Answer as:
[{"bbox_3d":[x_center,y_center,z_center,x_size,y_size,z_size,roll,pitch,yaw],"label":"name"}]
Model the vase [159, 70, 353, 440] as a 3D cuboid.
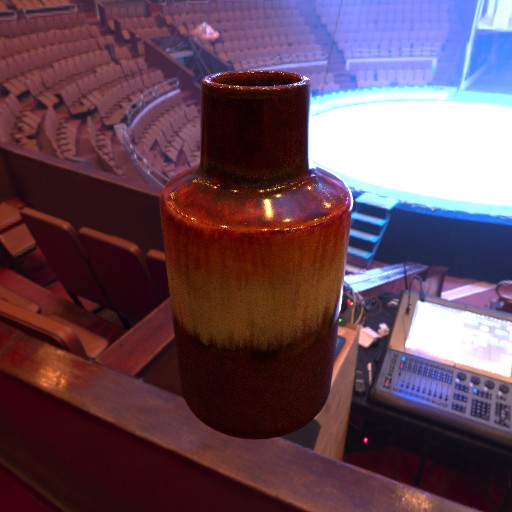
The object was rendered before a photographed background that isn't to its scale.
[{"bbox_3d":[0.000,0.000,0.269,0.108,0.204,0.108,0,31,0],"label":"vase"}]
